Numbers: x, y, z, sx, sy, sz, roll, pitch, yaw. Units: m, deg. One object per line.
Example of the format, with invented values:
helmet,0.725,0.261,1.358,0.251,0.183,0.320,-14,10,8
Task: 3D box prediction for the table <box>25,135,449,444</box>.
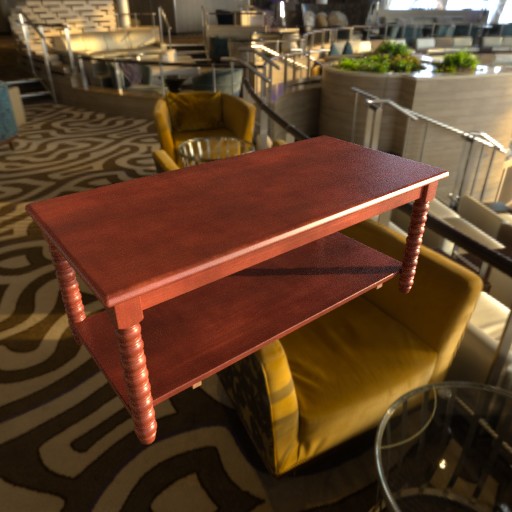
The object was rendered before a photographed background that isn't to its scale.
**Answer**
table,0.000,0.000,1.453,1.171,0.485,0.580,-21,36,-32
